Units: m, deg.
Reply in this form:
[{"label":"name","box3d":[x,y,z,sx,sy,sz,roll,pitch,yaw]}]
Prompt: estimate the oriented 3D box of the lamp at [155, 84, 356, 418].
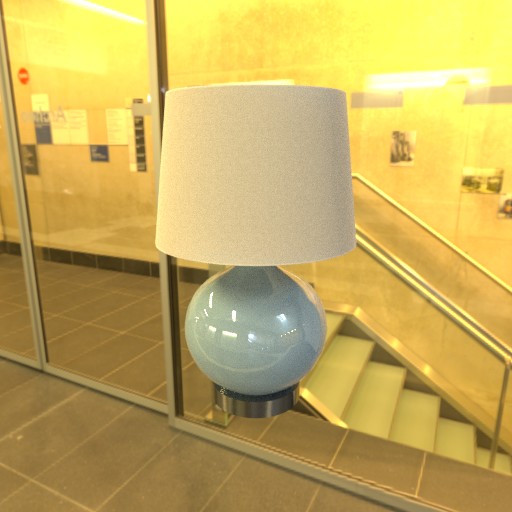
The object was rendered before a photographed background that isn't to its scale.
[{"label":"lamp","box3d":[0.000,0.000,0.561,0.247,0.387,0.247,0,15,0]}]
